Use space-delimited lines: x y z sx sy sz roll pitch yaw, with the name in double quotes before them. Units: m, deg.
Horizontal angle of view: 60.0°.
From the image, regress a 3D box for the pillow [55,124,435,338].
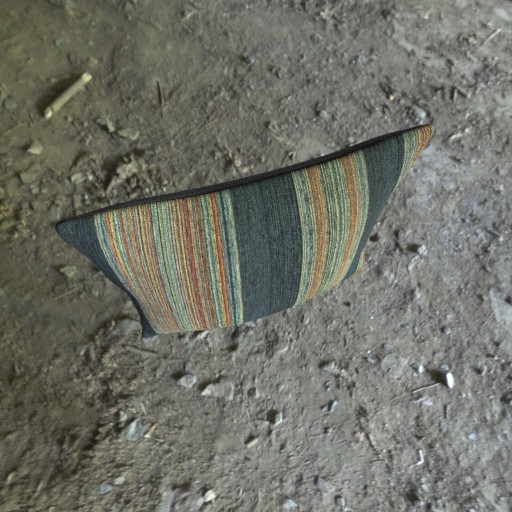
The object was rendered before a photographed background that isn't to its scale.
"pillow" 0.000 0.000 0.660 0.437 0.419 0.136 -16 65 -8
